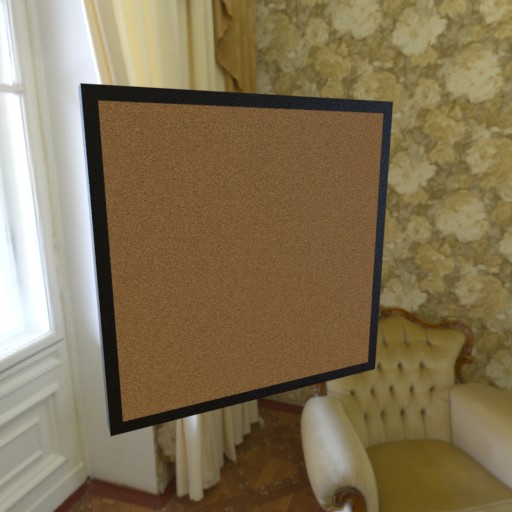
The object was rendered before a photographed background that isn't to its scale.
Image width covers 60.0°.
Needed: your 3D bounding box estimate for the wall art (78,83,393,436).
[{"bbox_3d":[0.000,0.000,0.740,0.508,0.508,0.038,-6,15,-24],"label":"wall art"}]
